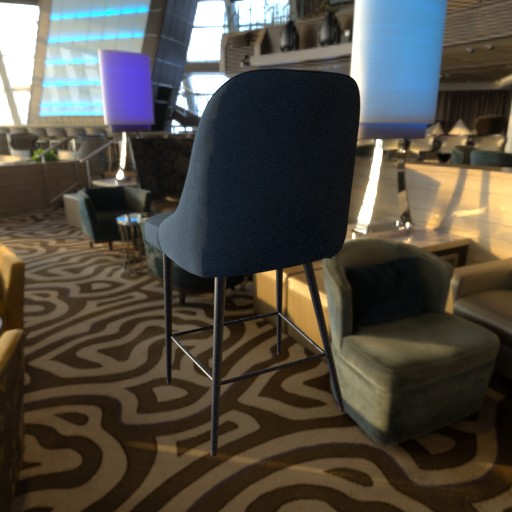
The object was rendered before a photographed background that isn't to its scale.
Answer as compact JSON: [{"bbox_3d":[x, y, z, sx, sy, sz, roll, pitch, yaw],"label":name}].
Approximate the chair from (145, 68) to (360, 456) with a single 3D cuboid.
[{"bbox_3d":[0.000,0.000,1.254,0.526,0.927,0.489,-8,18,-26],"label":"chair"}]
